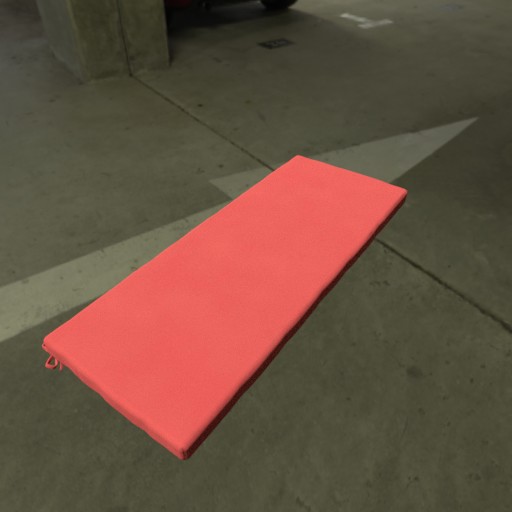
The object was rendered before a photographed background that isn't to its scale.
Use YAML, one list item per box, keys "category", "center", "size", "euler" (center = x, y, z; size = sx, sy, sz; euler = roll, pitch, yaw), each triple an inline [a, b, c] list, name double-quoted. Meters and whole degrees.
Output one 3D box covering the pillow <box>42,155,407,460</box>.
- category: "pillow"
  center: [0.000, 0.000, 1.312]
  size: [0.492, 0.081, 1.187]
  euler: [25, 46, 27]
